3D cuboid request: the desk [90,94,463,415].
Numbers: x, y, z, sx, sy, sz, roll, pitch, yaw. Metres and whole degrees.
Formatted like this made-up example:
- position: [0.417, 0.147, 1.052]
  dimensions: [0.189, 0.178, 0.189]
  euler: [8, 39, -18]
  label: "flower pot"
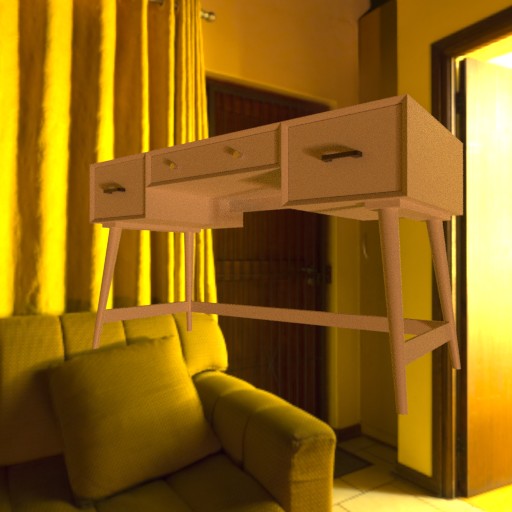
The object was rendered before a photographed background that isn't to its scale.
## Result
- position: [0.000, 0.000, 1.662]
  dimensions: [1.313, 0.762, 0.589]
  euler: [0, 0, 37]
  label: "desk"
